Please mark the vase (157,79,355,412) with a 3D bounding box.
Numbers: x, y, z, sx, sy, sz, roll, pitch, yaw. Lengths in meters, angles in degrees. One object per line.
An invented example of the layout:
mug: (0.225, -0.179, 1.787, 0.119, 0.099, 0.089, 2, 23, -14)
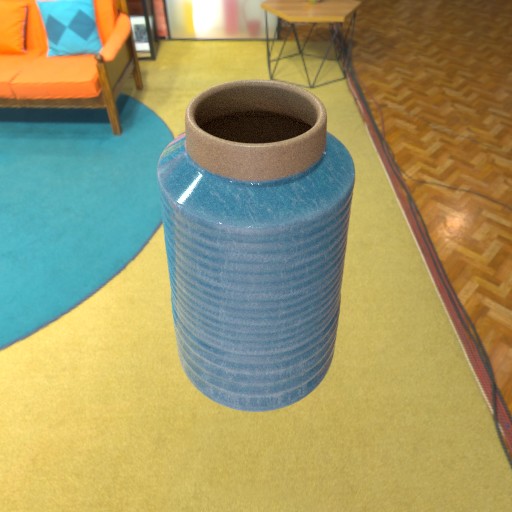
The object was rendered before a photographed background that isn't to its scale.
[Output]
vase: (0.000, 0.000, 0.377, 0.163, 0.267, 0.163, 0, 46, 0)
